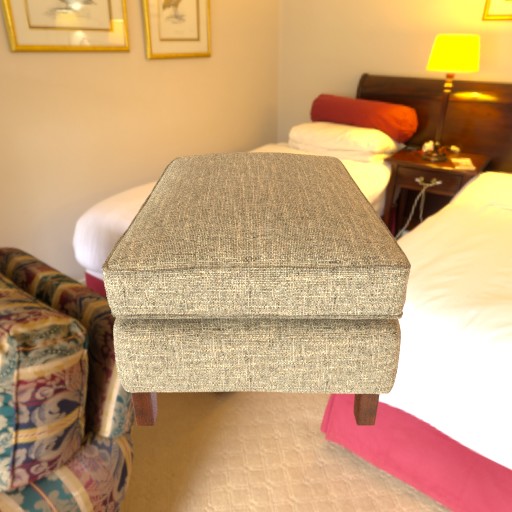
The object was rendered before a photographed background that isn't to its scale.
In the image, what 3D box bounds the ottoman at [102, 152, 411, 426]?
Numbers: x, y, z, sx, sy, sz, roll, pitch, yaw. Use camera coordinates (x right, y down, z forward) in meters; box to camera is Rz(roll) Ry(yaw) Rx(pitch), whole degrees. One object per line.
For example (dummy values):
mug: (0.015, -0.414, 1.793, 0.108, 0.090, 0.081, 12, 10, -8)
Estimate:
ottoman: (0.000, 0.000, 1.013, 0.508, 0.406, 0.686, 0, 26, 0)
